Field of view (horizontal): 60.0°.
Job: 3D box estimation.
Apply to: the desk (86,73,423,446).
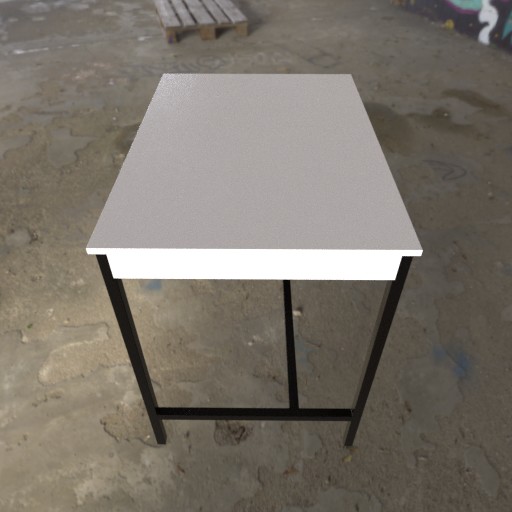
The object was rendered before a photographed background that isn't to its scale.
[{"bbox_3d":[0.000,0.000,1.311,0.573,0.766,0.811,0,42,0],"label":"desk"}]
